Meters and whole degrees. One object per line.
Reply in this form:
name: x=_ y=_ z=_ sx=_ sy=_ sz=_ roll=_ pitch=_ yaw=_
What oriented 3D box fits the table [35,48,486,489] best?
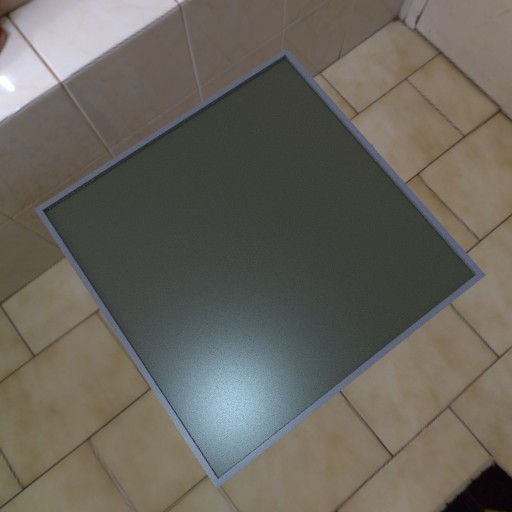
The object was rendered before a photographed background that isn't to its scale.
table: x=0.000 y=0.000 z=1.245 sx=0.801 sy=0.299 sz=0.801 roll=-35 pitch=79 yaw=-8
